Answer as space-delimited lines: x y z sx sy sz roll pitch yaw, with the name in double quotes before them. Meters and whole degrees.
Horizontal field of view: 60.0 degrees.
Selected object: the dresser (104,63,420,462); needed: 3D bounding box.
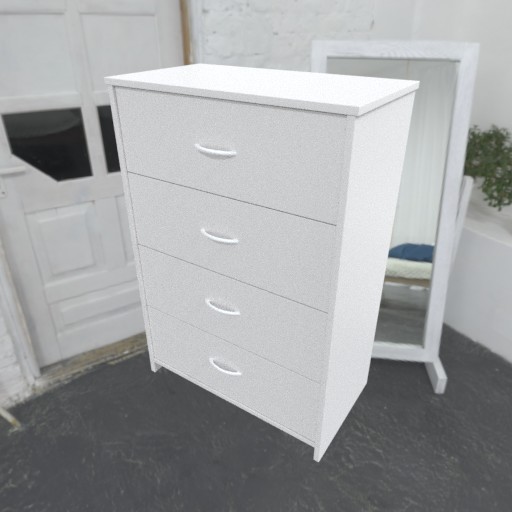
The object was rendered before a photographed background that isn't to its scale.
"dresser" 0.000 0.000 1.367 0.704 1.021 0.401 18 34 29
